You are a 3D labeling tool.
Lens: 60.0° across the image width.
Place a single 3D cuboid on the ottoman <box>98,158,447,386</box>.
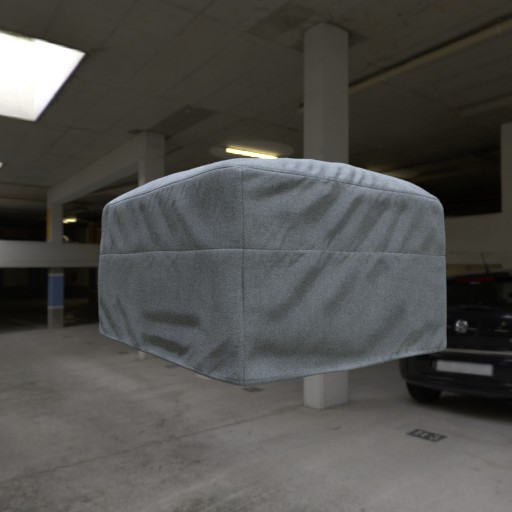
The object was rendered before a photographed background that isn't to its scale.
[{"bbox_3d":[0.000,0.000,1.275,0.683,0.481,0.837,1,-1,-37],"label":"ottoman"}]
